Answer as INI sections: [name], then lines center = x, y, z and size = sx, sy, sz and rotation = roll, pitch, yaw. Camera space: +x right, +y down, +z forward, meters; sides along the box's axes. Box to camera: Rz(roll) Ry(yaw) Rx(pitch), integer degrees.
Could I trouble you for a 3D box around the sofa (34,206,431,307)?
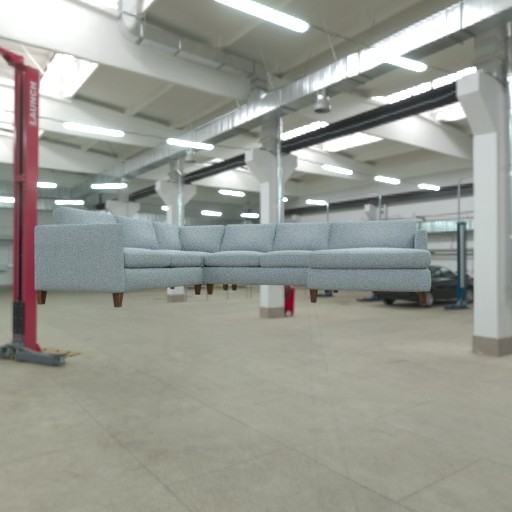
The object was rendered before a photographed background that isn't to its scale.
[sofa]
center = 0.000, 0.000, 4.614
size = 3.403, 0.889, 2.551
rotation = 0, -1, 18
